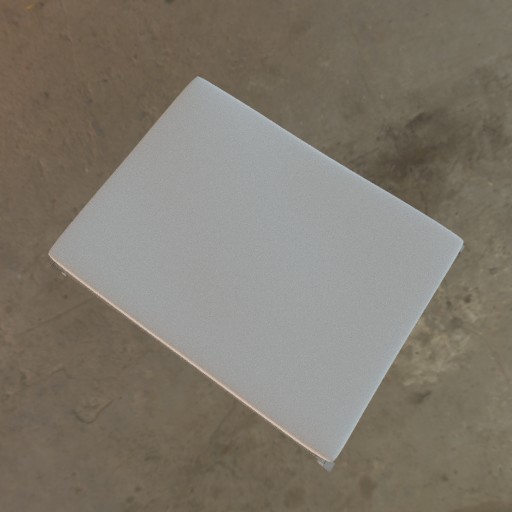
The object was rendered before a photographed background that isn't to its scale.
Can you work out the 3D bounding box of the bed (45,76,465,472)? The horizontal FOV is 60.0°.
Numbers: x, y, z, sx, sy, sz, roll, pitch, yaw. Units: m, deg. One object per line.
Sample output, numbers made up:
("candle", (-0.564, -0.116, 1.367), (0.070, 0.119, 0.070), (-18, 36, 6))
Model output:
("bed", (0.000, 0.000, 2.795), (2.108, 0.510, 1.604), (34, 77, 9))
